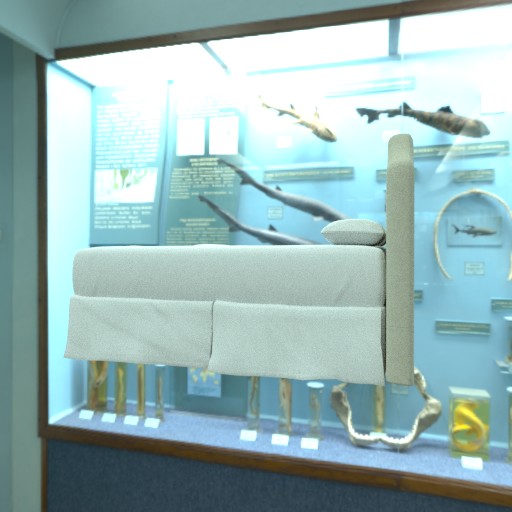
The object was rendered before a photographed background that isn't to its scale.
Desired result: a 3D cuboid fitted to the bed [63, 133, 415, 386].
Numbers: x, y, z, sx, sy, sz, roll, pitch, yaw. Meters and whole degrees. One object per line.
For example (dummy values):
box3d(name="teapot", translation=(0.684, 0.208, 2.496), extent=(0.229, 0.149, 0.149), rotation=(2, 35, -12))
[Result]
box3d(name="bed", translation=(0.000, 0.000, 3.209), extent=(2.116, 1.290, 1.693), rotation=(0, 0, 18))
